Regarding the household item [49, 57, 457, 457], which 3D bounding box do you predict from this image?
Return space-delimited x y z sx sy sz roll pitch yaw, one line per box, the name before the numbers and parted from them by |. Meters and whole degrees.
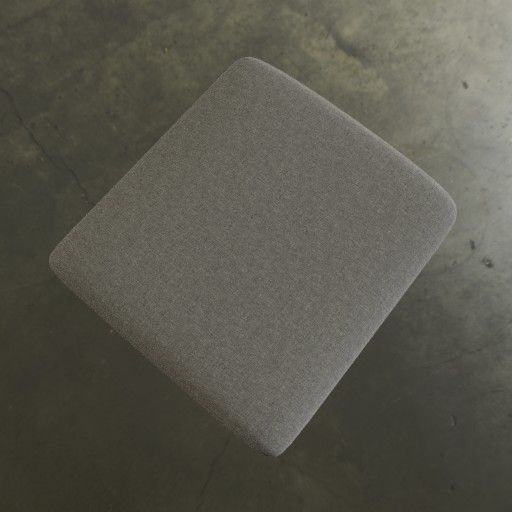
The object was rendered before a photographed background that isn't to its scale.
household item | 0.000 0.000 0.873 0.530 0.410 0.530 39 79 9
